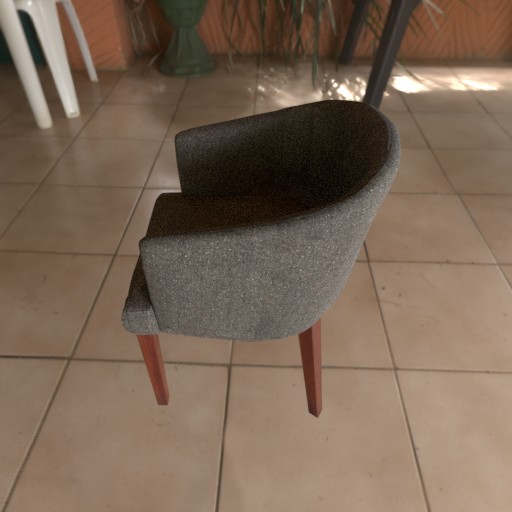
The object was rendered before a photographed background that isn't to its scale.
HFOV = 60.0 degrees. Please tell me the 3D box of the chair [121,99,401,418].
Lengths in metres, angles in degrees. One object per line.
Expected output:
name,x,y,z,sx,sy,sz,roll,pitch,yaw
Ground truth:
chair,0.000,0.000,1.282,0.655,0.811,0.583,1,41,1
